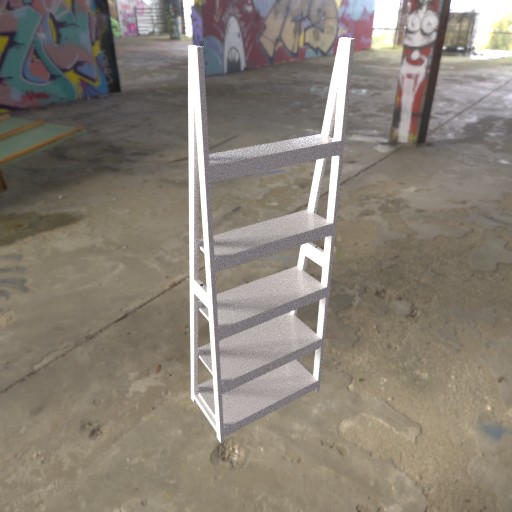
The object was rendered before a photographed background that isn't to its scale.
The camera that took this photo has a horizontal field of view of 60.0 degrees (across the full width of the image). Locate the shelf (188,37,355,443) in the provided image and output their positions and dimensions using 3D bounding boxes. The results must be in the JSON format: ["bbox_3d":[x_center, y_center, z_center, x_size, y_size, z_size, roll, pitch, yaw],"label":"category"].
[{"bbox_3d":[0.000,0.000,2.021,0.636,1.779,0.341,-18,34,-28],"label":"shelf"}]
